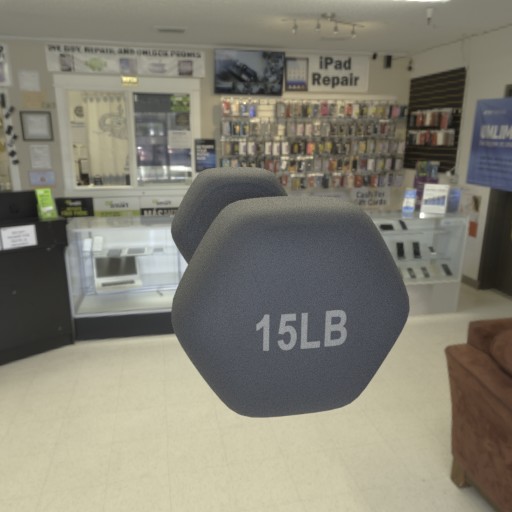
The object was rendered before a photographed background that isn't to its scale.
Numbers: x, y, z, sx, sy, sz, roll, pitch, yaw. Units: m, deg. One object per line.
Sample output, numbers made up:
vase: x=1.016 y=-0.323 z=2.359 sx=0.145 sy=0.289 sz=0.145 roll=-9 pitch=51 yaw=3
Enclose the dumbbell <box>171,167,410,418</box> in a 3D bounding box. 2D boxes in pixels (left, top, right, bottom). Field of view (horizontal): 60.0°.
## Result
dumbbell: x=0.000 y=0.000 z=0.303 sx=0.116 sy=0.105 sz=0.240 roll=-3 pitch=16 yaw=-10
